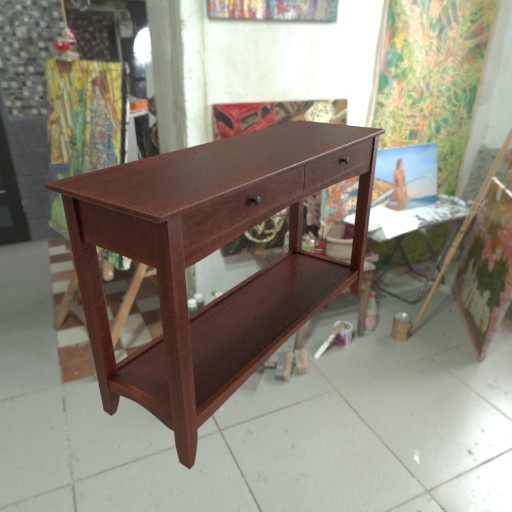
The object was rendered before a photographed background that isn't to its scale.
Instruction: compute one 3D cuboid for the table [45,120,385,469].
[{"bbox_3d":[0.000,0.000,1.547,0.392,0.739,1.188,17,30,32],"label":"table"}]
